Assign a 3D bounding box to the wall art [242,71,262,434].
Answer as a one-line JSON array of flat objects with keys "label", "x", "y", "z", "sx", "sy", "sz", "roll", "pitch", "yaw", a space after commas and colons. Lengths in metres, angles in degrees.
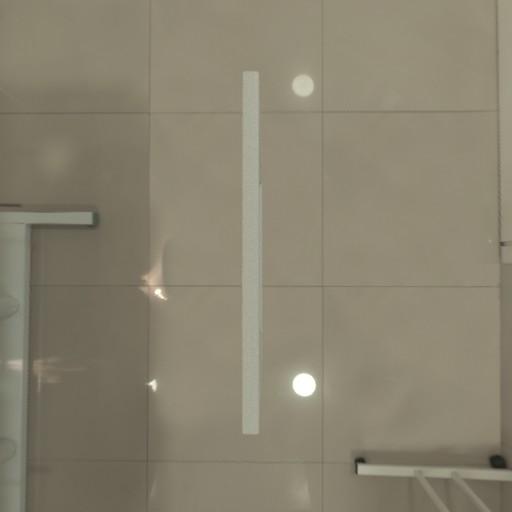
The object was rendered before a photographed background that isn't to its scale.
[{"label": "wall art", "x": 0.000, "y": 0.000, "z": 1.574, "sx": 0.038, "sy": 1.183, "sz": 0.808, "roll": 0, "pitch": 89, "yaw": 1}]
